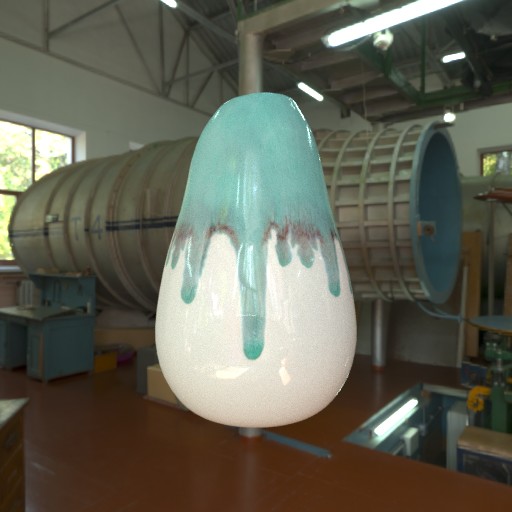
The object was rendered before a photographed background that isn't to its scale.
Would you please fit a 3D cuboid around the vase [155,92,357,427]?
[{"bbox_3d":[0.000,0.000,0.262,0.116,0.179,0.116,0,0,0],"label":"vase"}]
